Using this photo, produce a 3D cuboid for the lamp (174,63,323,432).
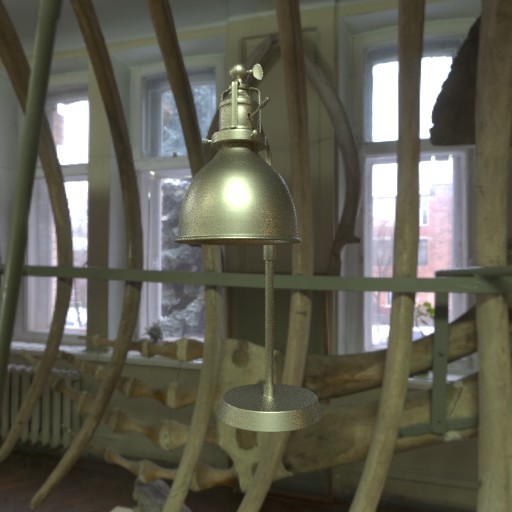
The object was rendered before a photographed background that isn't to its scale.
[{"bbox_3d":[0.000,0.000,0.589,0.153,0.456,0.286,0,-1,17],"label":"lamp"}]
